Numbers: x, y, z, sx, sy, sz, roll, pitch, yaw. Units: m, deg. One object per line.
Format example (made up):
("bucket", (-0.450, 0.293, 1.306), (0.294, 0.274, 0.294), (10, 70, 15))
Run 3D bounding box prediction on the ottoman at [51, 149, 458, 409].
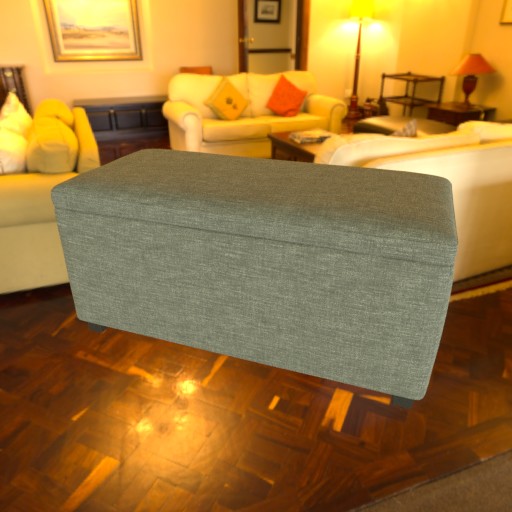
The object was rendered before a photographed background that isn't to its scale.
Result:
("ottoman", (0.000, 0.000, 1.140), (0.902, 0.432, 0.419), (9, 28, 17))
